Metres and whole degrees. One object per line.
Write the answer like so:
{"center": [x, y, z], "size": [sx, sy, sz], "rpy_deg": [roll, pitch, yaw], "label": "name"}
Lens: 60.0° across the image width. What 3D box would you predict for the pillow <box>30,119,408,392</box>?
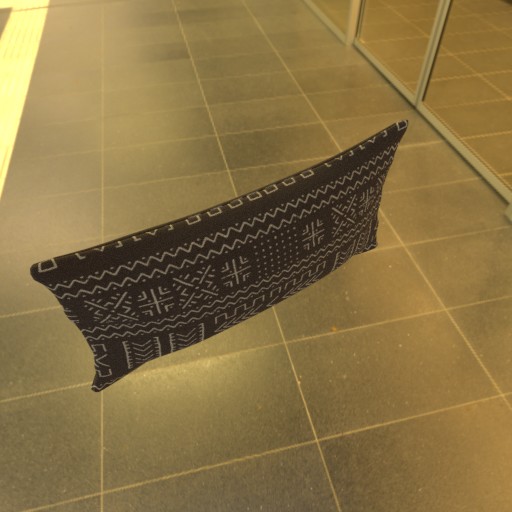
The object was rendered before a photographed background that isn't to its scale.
{"center": [0.000, 0.000, 0.776], "size": [0.667, 0.322, 0.135], "rpy_deg": [-25, 51, -22], "label": "pillow"}
